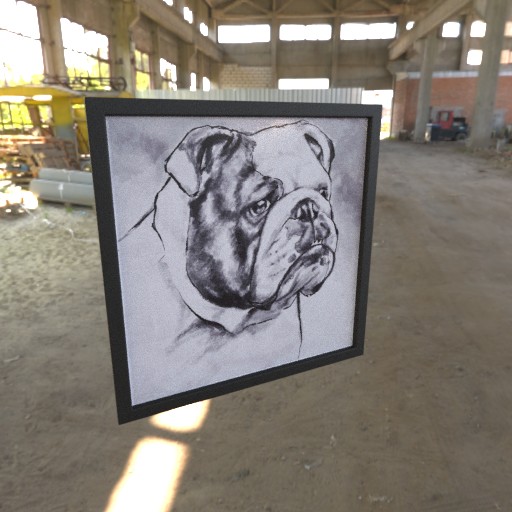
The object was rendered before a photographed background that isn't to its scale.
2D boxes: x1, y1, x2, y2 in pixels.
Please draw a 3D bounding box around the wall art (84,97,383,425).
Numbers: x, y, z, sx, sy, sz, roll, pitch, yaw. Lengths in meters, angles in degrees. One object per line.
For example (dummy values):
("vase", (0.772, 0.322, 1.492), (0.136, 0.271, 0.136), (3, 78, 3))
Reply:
("wall art", (0.000, 0.000, 0.999), (0.663, 0.659, 0.016), (-8, 19, -26))
